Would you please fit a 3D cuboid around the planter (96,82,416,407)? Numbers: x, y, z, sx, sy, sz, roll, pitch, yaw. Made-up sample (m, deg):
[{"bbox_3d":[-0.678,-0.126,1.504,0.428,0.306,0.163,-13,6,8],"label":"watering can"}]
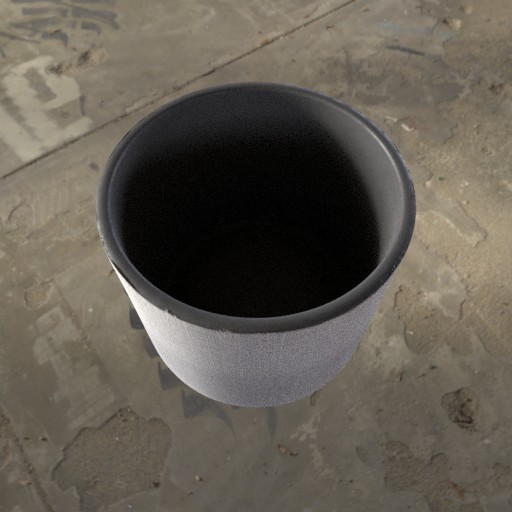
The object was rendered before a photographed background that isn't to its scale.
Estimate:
[{"bbox_3d":[0.000,0.000,0.442,0.254,0.221,0.254,0,59,0],"label":"planter"}]
